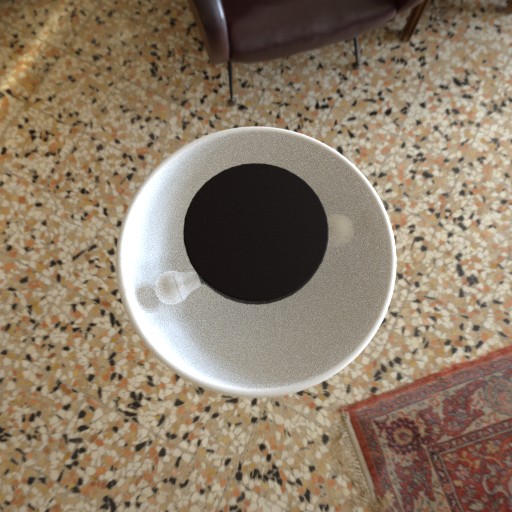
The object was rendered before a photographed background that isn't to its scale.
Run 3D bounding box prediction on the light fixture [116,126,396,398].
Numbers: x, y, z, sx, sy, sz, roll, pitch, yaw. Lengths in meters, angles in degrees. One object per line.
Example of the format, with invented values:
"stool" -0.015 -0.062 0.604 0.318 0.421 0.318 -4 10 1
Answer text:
"light fixture" 0.000 0.000 0.544 0.331 0.212 0.331 0 75 0
